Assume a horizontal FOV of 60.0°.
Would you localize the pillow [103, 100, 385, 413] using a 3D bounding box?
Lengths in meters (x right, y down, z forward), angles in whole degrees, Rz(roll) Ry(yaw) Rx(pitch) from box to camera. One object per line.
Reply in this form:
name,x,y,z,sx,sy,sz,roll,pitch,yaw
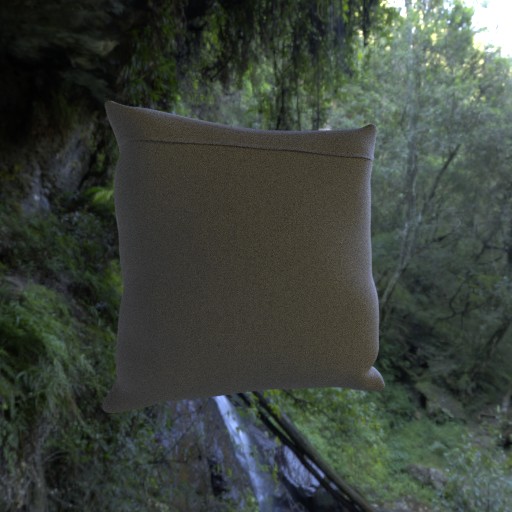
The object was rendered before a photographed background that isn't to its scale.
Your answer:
pillow,0.000,0.000,0.675,0.440,0.441,0.182,0,-1,-18
